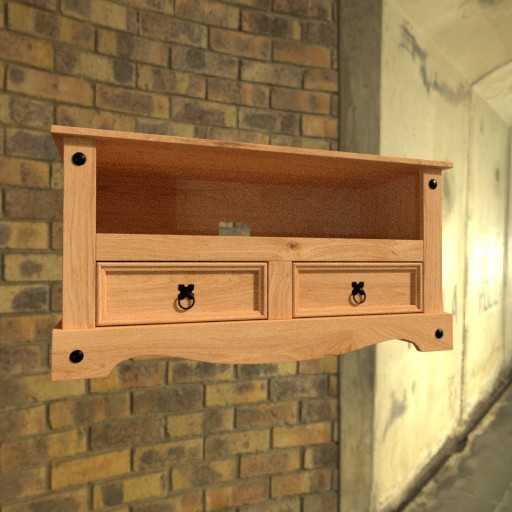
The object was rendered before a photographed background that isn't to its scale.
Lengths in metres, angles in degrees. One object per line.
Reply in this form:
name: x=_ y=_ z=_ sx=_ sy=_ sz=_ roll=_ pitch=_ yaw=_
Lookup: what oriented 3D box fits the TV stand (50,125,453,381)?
TV stand: x=0.000 y=0.000 z=1.323 sx=1.080 sy=0.550 sz=0.440 roll=0 pitch=-1 yaw=-19
